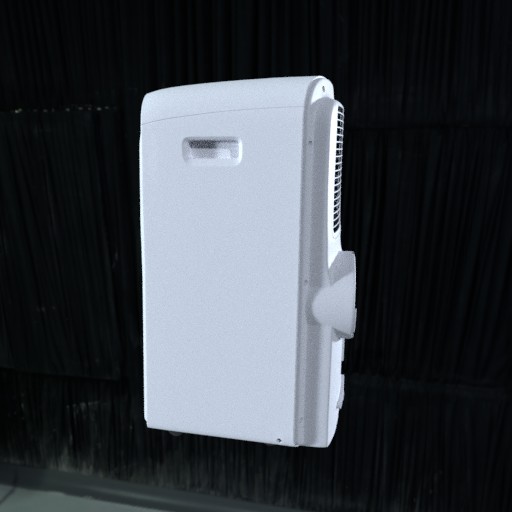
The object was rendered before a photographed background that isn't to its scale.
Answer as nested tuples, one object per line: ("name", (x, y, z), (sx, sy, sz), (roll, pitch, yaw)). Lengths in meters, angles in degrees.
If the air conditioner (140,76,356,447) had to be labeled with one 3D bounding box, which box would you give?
("air conditioner", (0.000, 0.000, 1.074), (0.467, 0.765, 0.478), (2, 14, 9))
